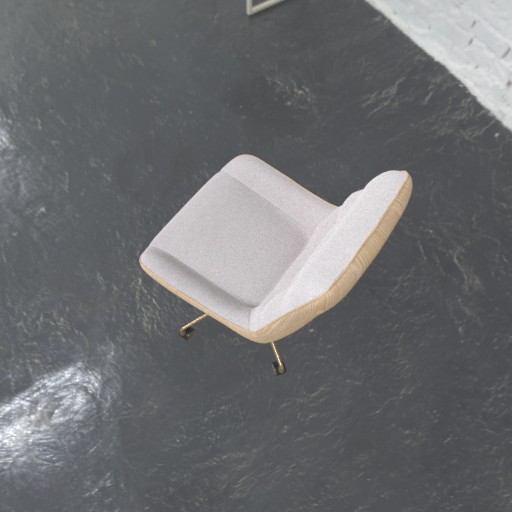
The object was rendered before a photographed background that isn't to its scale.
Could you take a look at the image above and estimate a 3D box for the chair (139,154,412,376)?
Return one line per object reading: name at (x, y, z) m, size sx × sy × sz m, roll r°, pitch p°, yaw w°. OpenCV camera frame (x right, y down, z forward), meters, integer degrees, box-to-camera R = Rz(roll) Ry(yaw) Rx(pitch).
chair at (0.000, 0.000, 1.422) m, size 0.668 × 0.952 × 0.564 m, roll 33°, pitch 68°, yaw 15°
